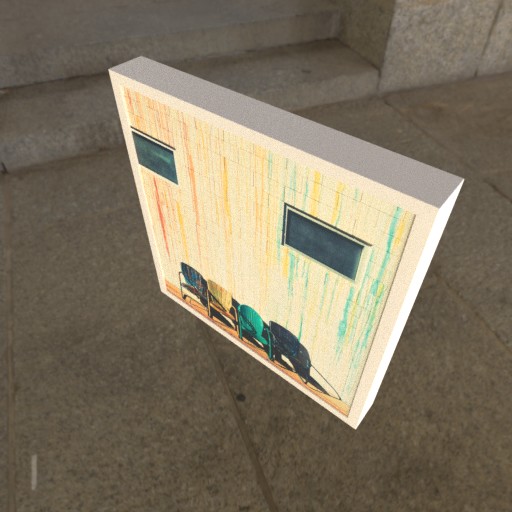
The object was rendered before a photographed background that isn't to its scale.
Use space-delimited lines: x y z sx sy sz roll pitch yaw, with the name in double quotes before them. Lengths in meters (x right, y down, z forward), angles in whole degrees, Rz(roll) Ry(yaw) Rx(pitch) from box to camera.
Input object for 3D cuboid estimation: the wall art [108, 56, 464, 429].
"wall art" 0.000 0.000 0.442 0.305 0.305 0.038 30 53 26
